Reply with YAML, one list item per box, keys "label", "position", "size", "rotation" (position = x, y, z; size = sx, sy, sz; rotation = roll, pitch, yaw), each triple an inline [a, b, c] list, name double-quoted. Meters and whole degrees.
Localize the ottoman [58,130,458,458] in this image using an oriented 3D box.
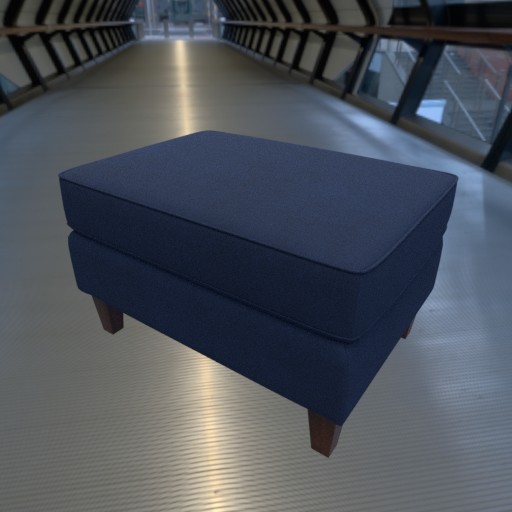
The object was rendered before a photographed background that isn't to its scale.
- label: "ottoman"
  position: [0.000, 0.000, 1.371]
  size: [0.965, 0.584, 0.686]
  rotation: [19, 34, 31]
